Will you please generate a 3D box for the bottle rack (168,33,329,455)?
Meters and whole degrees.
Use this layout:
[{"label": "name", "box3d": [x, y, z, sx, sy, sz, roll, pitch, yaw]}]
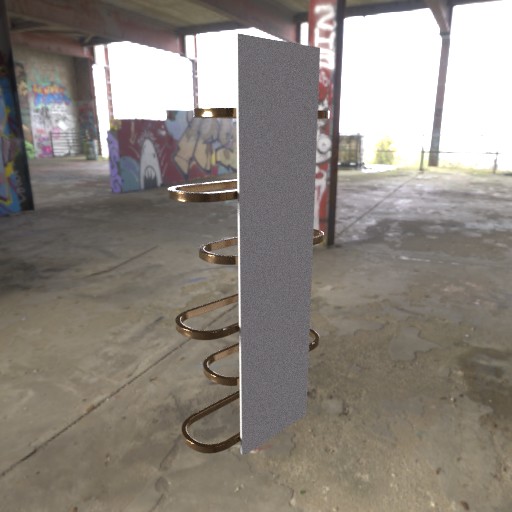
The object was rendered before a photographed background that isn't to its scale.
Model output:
[{"label": "bottle rack", "box3d": [0.000, 0.000, 0.817, 0.332, 0.709, 0.118, -15, 22, -41]}]
